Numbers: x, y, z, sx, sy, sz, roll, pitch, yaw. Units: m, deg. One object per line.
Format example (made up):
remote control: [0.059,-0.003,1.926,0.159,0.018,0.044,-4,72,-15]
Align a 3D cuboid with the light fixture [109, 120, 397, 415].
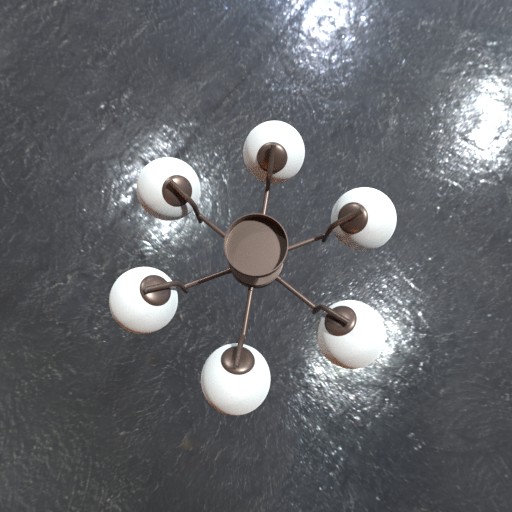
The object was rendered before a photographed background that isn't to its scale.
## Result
light fixture: [0.000,0.000,0.954,0.662,0.201,0.662,0,77,0]
